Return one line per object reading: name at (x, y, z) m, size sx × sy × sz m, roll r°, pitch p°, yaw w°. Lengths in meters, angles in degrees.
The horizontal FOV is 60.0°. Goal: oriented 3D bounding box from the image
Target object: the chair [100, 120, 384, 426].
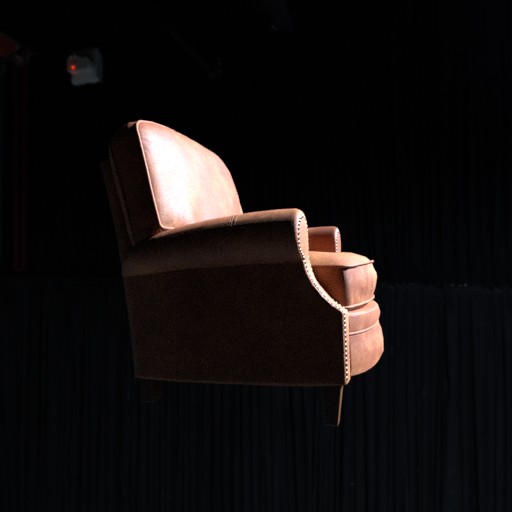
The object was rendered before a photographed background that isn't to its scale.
chair at (0.000, 0.000, 1.785) m, size 0.986 × 1.018 × 0.936 m, roll 0°, pitch 0°, yaw 18°
